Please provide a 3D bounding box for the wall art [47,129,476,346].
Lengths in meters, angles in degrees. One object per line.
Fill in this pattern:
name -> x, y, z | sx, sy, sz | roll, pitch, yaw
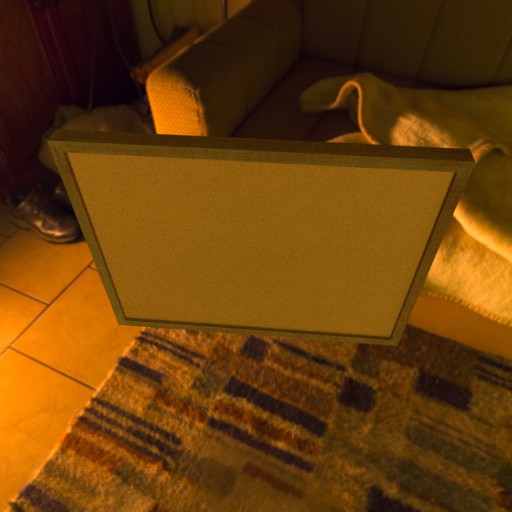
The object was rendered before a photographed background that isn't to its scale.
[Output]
wall art -> 0.000, 0.000, 1.750 | 1.320, 1.009, 0.070 | 4, 46, 3
